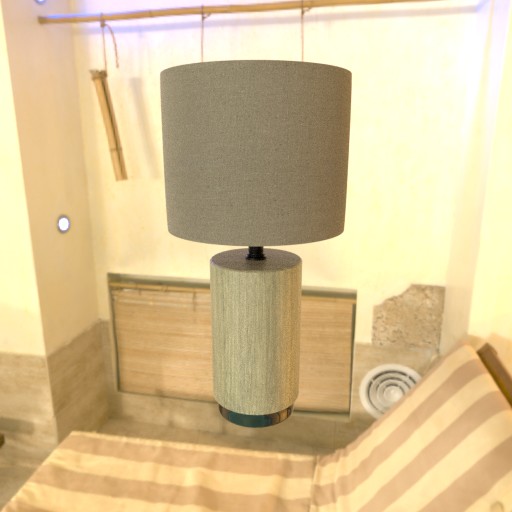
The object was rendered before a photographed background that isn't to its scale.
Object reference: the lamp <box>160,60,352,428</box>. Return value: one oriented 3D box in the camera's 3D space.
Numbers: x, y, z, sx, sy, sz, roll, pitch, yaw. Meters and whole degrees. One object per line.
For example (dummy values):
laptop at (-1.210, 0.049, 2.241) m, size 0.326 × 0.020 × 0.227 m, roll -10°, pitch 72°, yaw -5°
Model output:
lamp at (0.000, 0.000, 0.587) m, size 0.228 × 0.444 × 0.228 m, roll 3°, pitch 15°, yaw 10°
